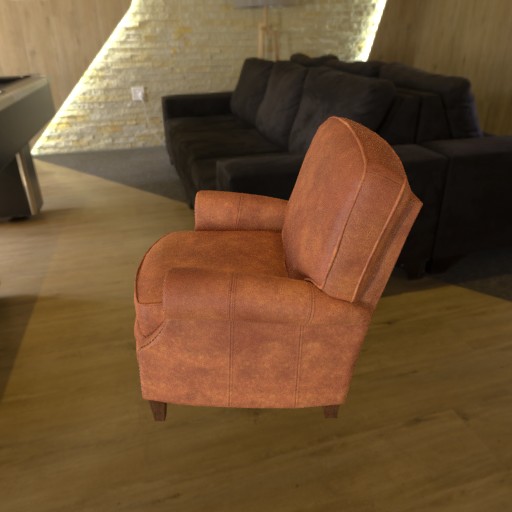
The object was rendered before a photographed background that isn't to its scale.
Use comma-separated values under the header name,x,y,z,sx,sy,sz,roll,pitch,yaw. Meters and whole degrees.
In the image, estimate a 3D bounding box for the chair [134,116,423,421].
name,x,y,z,sx,sy,sz,roll,pitch,yaw
chair,0.000,0.000,1.754,0.986,1.018,0.936,0,26,0
